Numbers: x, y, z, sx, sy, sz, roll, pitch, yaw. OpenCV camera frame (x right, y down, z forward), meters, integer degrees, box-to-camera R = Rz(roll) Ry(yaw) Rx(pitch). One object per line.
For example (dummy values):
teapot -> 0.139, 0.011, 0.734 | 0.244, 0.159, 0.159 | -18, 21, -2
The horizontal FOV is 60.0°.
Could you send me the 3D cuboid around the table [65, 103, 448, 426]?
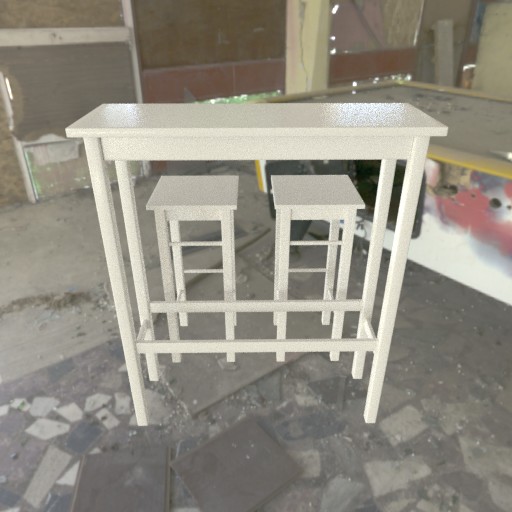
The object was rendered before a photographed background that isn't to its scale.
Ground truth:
table -> 0.000, 0.000, 1.600 | 0.915, 1.065, 0.650 | 0, 29, -1
